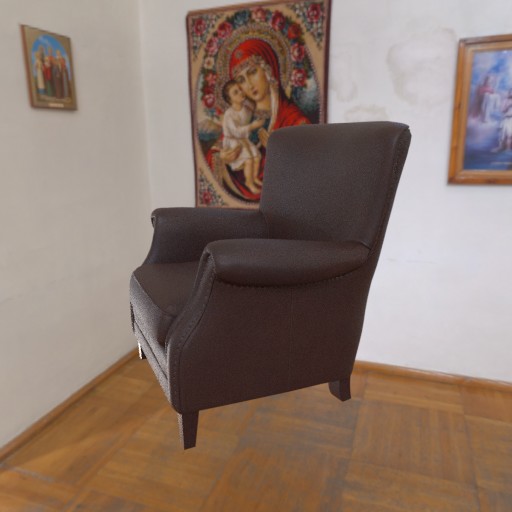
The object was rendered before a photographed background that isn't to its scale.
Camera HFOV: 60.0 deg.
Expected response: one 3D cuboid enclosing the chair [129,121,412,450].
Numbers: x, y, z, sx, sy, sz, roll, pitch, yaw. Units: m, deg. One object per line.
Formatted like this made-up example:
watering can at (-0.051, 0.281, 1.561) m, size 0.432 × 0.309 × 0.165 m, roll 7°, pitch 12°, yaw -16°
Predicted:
chair at (0.000, 0.000, 1.372) m, size 0.746 × 0.800 × 0.700 m, roll -7°, pitch 17°, yaw -25°
